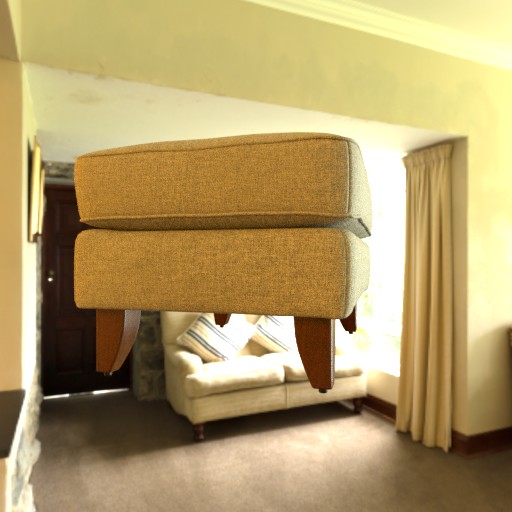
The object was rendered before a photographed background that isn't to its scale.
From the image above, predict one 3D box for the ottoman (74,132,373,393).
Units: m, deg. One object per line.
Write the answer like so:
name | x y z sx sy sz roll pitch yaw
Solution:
ottoman | 0.000 0.000 1.324 0.661 0.561 0.889 0 0 16
